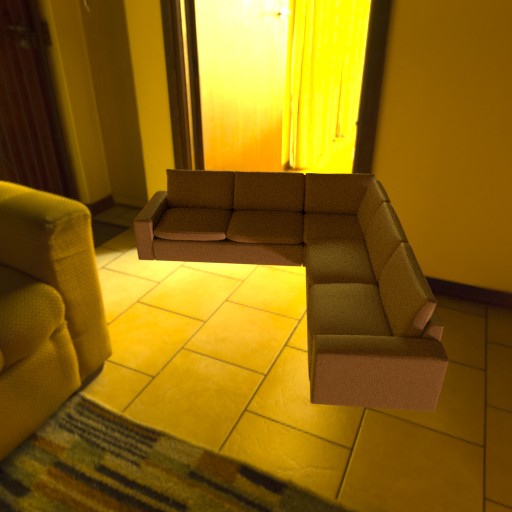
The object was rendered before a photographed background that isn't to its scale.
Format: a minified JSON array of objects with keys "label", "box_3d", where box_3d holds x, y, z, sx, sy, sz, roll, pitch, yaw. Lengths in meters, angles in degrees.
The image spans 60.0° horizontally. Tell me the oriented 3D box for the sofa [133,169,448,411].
[{"label":"sofa","box_3d":[0.000,0.000,4.057,2.622,0.800,2.742,2,29,4]}]
